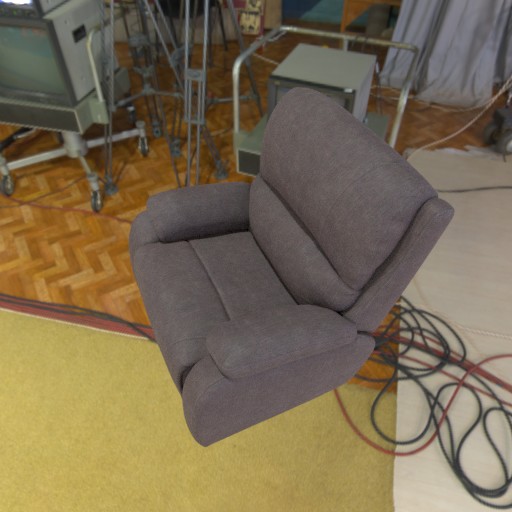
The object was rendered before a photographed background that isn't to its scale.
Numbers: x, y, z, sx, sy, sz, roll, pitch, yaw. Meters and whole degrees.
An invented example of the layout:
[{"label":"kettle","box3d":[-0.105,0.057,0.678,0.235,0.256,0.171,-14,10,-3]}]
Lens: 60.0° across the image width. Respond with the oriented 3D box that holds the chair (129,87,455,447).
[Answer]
[{"label":"chair","box3d":[0.000,0.000,1.712,0.899,1.011,0.930,-18,48,-17]}]
